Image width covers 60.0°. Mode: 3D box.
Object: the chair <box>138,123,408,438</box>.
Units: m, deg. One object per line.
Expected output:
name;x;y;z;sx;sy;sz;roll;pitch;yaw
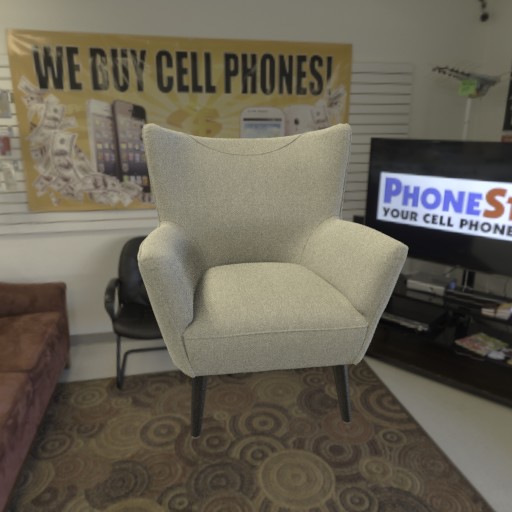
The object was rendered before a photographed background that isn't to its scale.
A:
chair;0.000;0.000;1.623;0.781;0.933;0.888;-2;16;-8
